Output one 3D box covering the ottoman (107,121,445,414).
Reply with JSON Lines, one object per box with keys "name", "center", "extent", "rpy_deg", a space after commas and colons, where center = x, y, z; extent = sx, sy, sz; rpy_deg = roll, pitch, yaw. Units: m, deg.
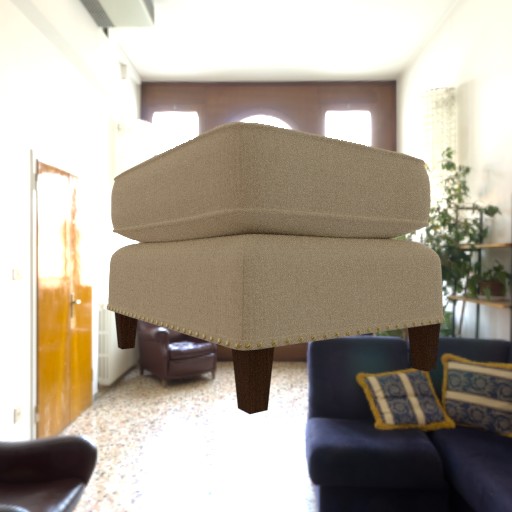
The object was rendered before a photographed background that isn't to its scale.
{"name": "ottoman", "center": [0.000, 0.000, 1.171], "extent": [0.589, 0.537, 0.738], "rpy_deg": [0, 0, -35]}
